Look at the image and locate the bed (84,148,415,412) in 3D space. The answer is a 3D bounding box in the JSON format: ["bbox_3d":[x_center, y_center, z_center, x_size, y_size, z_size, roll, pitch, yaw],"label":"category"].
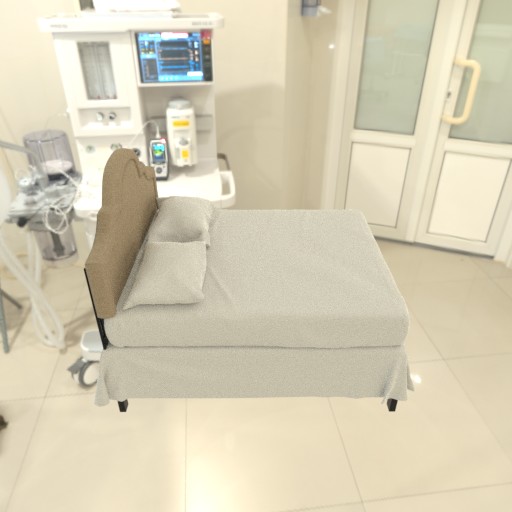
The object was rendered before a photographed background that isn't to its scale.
[{"bbox_3d":[0.000,0.000,3.415,2.222,1.634,1.780,0,32,0],"label":"bed"}]
